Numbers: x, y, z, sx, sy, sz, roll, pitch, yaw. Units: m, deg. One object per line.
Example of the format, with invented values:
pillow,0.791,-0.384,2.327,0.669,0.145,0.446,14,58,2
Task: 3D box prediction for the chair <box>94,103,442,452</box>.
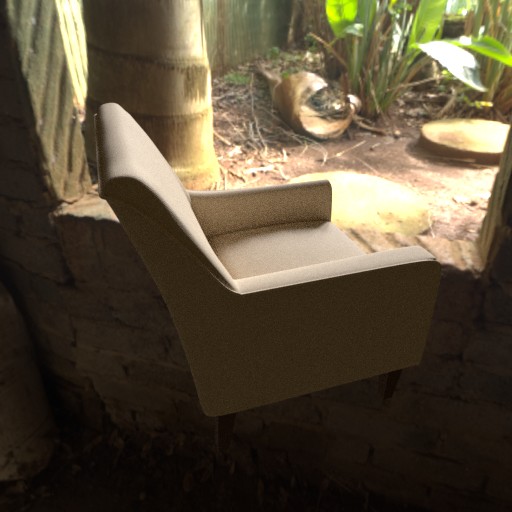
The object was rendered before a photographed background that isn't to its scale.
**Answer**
chair,0.000,0.000,1.514,0.899,0.919,0.780,-9,32,-16
